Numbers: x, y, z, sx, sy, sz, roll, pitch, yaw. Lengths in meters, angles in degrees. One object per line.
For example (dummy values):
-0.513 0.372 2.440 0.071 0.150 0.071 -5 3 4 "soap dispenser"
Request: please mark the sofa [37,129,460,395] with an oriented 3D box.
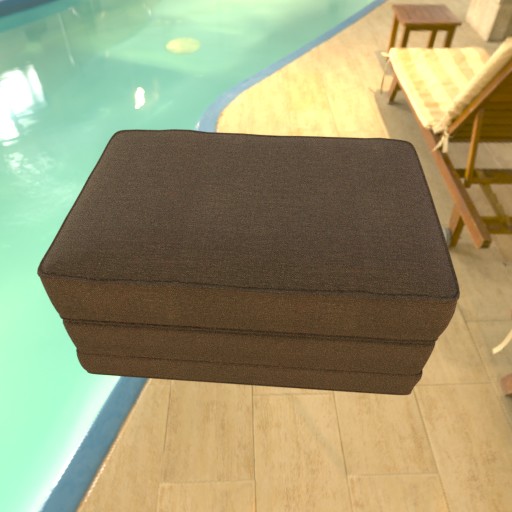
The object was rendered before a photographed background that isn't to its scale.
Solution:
0.000 0.000 1.193 0.854 0.457 0.578 3 46 3 "sofa"
